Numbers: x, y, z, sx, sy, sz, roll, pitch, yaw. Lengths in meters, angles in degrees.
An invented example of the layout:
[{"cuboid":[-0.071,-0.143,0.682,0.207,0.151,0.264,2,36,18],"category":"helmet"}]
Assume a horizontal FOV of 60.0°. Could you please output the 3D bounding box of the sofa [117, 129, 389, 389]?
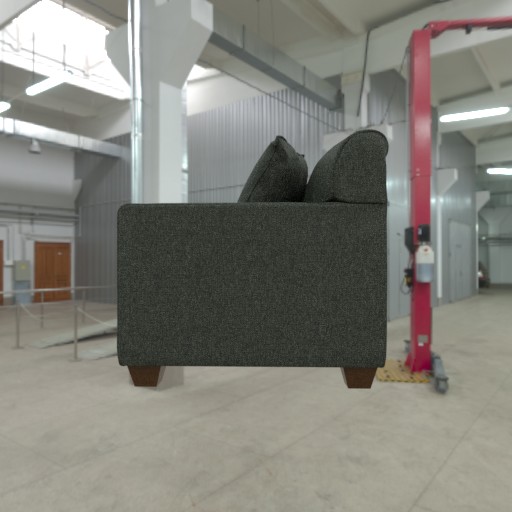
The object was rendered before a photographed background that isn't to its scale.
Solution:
[{"cuboid":[0.000,0.000,2.453,0.998,0.958,1.846,0,-1,2],"category":"sofa"}]
